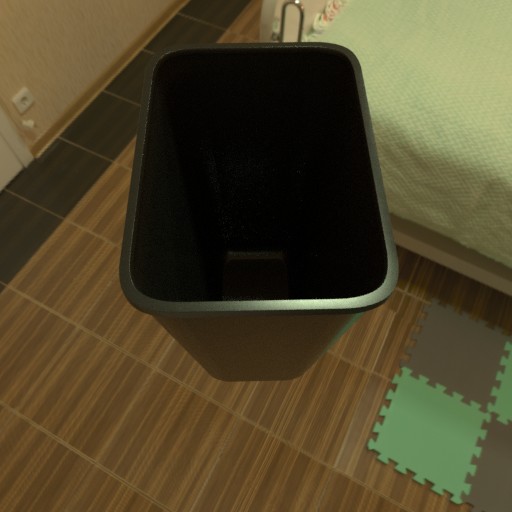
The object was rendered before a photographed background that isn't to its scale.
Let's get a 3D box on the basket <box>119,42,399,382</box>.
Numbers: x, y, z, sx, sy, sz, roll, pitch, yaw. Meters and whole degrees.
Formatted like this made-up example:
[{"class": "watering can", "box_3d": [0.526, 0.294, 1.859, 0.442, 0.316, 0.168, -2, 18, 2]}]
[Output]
[{"class": "basket", "box_3d": [0.000, 0.000, 0.750, 0.287, 0.521, 0.394, -1, 62, -1]}]
